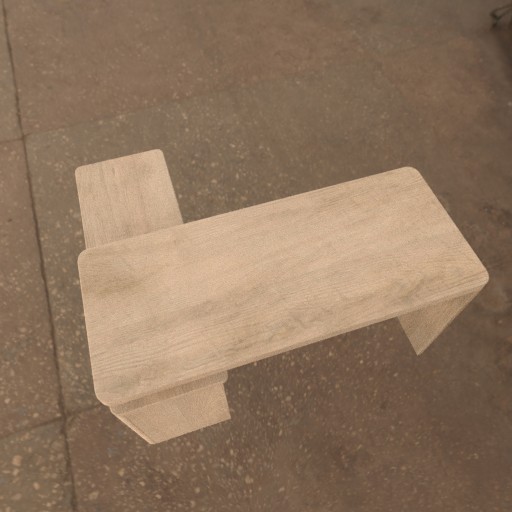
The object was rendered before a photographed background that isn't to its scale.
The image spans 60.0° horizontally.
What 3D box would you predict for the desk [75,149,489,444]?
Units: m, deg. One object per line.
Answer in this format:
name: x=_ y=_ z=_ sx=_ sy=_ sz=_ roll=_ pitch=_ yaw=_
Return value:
desk: x=0.000 y=0.000 z=2.080 sx=1.400 sy=0.770 sz=1.175 roll=-15 pitch=60 yaw=-9
